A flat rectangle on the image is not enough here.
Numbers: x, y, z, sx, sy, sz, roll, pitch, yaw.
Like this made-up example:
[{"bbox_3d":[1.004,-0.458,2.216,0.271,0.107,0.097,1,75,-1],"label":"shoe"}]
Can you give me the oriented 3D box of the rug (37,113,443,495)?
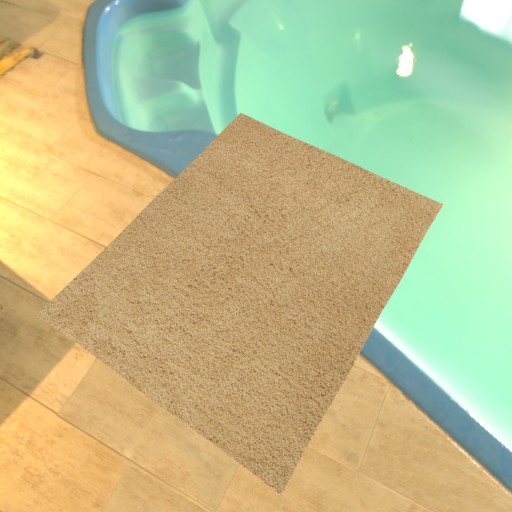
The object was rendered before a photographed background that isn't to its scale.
[{"bbox_3d":[0.000,0.000,4.013,2.400,0.025,3.000,29,62,17],"label":"rug"}]
